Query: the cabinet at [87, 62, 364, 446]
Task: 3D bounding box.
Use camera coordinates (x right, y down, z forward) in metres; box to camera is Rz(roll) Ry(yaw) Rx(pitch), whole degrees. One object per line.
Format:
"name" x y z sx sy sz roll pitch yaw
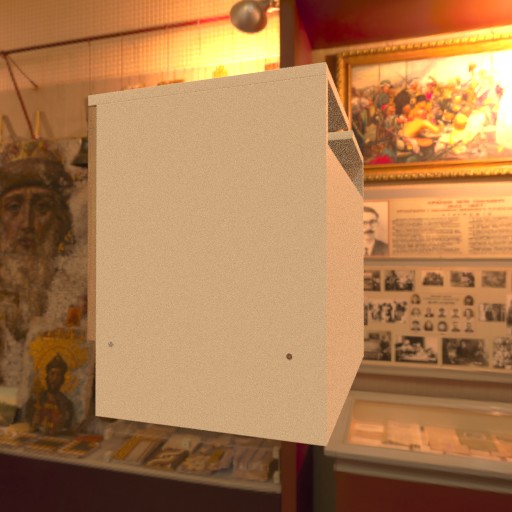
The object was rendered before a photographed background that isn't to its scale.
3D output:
"cabinet" 0.000 0.000 0.949 0.400 0.522 0.600 0 -1 18
